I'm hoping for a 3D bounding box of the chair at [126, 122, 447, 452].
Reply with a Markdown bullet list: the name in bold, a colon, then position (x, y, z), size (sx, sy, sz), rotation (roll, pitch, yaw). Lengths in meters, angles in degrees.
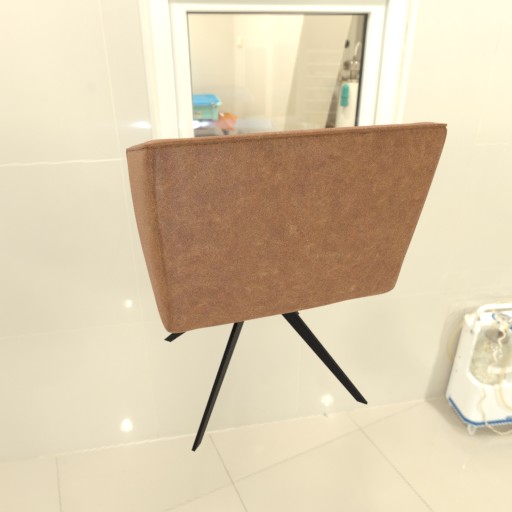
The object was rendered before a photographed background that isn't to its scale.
- **chair**: position (0.000, 0.000, 1.184), size (0.588, 0.760, 0.625), rotation (-9, 27, -17)
